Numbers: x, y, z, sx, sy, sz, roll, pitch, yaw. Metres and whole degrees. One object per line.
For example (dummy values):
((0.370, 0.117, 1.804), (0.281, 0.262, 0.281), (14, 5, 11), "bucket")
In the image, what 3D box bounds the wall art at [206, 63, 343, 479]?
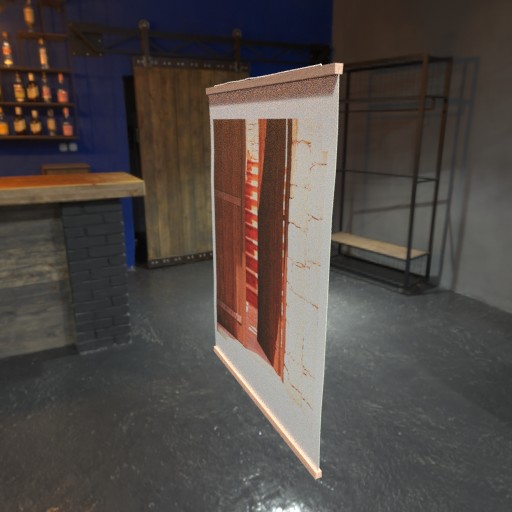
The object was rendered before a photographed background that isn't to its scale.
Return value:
((0.000, 0.000, 1.345), (0.020, 1.013, 0.758), (-8, 18, -24), "wall art")
